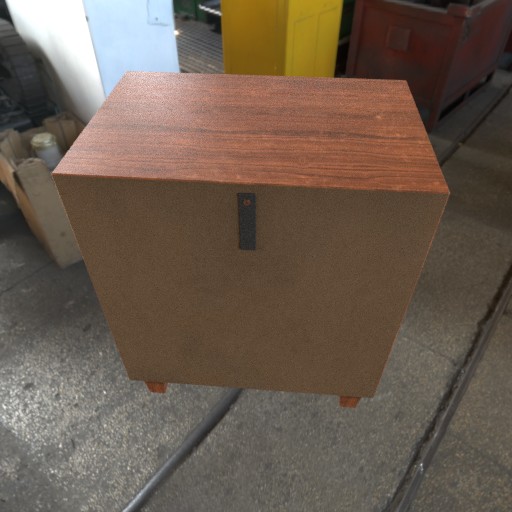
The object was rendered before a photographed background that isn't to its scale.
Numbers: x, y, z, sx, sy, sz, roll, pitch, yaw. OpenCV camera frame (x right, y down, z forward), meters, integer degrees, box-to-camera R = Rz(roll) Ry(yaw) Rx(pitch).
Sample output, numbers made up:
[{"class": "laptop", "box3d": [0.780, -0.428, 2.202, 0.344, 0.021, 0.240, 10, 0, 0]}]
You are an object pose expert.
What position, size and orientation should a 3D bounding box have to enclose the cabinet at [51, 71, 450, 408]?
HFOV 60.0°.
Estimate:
[{"class": "cabinet", "box3d": [0.000, 0.000, 1.054, 0.607, 0.695, 0.410, 3, 44, 3]}]
